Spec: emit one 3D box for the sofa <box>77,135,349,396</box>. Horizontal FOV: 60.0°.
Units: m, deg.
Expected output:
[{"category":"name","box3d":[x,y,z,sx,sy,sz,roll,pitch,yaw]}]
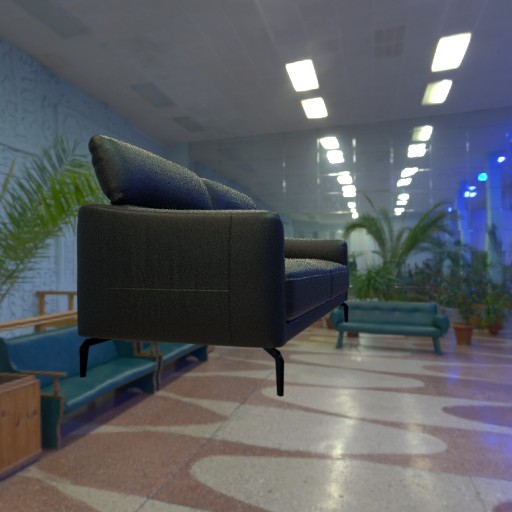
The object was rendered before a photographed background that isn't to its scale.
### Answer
[{"category":"sofa","box3d":[0.000,0.000,2.499,0.856,0.957,2.069,0,-1,18]}]
